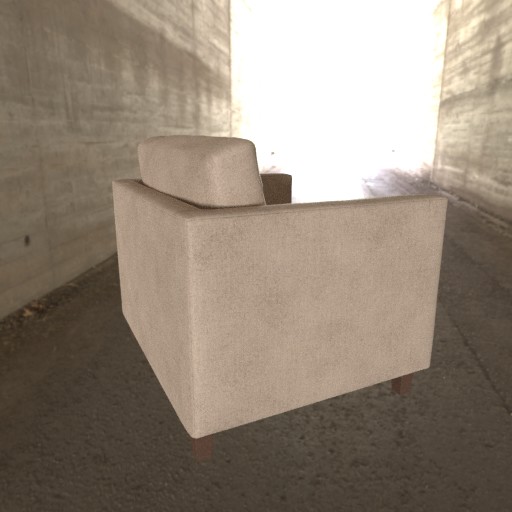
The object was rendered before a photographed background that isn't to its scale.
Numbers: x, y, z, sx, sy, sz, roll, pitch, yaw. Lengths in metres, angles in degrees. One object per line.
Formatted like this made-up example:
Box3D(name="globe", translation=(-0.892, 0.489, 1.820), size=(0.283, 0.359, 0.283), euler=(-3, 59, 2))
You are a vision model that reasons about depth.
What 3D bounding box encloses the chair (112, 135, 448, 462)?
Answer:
Box3D(name="chair", translation=(0.000, 0.000, 1.824), size=(0.959, 0.961, 1.133), euler=(-7, 17, -25))
